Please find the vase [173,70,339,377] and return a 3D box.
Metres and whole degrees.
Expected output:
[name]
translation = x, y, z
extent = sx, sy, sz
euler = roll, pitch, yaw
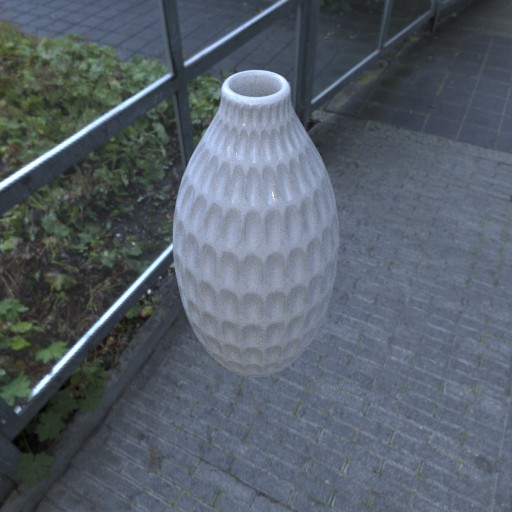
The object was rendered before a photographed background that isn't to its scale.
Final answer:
[vase]
translation = 0.000, 0.000, 0.350
extent = 0.127, 0.282, 0.127
euler = 0, 47, 0
